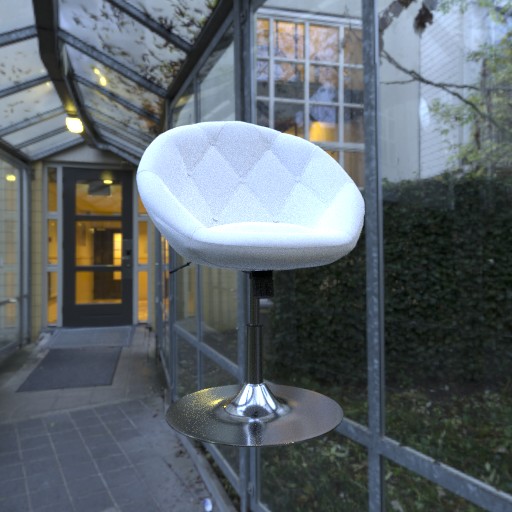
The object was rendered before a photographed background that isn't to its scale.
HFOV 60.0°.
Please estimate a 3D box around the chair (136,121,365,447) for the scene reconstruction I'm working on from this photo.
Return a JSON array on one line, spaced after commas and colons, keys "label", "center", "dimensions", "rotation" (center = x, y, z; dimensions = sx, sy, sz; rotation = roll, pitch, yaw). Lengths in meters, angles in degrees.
[{"label": "chair", "center": [0.000, 0.000, 1.809], "dimensions": [0.940, 1.261, 0.736], "rotation": [0, 0, -18]}]
